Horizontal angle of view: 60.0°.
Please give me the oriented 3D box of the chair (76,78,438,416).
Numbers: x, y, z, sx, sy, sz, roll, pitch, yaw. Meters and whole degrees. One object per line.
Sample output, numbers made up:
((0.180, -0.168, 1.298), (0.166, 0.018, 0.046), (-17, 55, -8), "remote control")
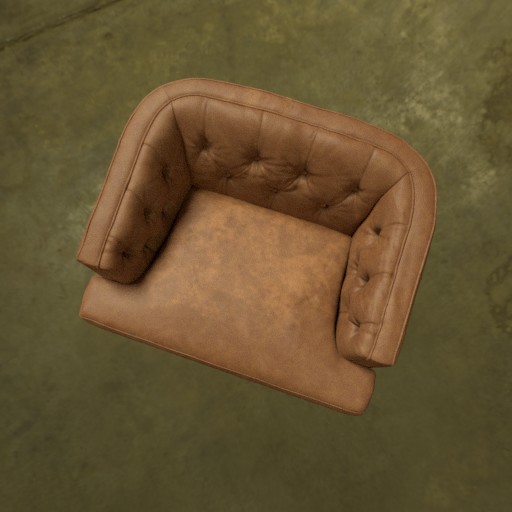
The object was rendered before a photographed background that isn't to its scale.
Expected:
((0.000, 0.000, 1.742), (1.119, 0.836, 0.911), (18, 76, 5), "chair")
